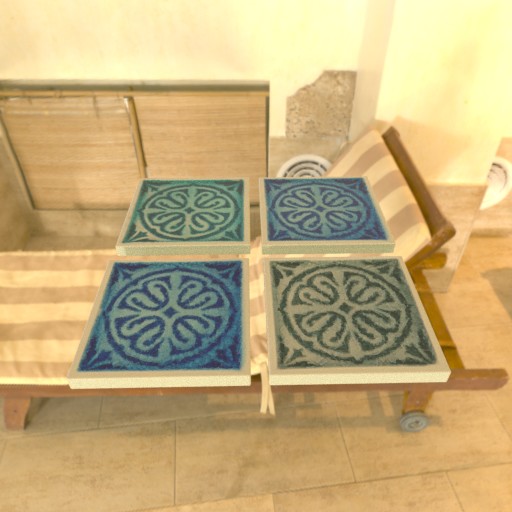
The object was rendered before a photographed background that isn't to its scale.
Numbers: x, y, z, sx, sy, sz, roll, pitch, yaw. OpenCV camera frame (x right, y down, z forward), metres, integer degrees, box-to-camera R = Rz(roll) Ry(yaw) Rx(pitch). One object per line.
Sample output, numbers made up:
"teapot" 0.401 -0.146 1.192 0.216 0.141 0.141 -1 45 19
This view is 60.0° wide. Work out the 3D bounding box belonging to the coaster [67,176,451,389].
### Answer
"coaster" 0.000 0.000 0.333 0.214 0.010 0.219 -1 40 -1
